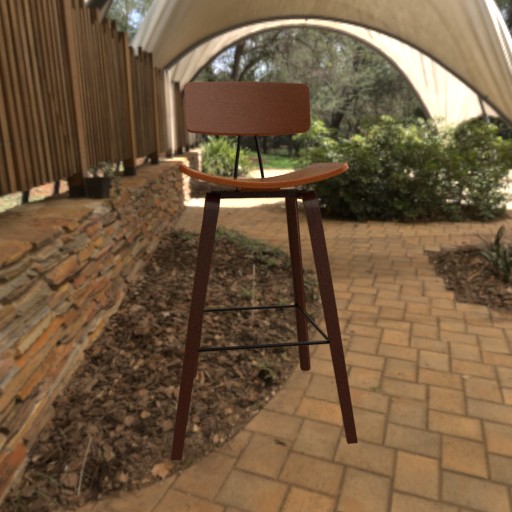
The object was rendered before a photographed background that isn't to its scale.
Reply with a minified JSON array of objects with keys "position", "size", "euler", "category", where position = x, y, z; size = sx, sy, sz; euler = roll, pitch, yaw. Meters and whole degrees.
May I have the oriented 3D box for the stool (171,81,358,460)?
[{"position":[0.000,0.000,1.265],"size":[0.509,0.969,0.440],"euler":[-2,16,-7],"category":"stool"}]
